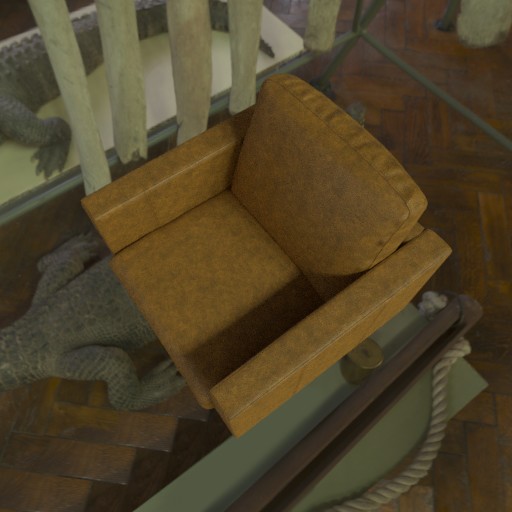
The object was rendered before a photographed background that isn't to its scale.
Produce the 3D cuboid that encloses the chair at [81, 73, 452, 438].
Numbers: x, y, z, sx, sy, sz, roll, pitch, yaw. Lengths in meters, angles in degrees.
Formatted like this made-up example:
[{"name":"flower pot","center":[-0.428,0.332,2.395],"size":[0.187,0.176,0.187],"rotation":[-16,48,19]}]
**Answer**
[{"name":"chair","center":[0.000,0.000,1.631],"size":[0.909,0.956,0.890],"rotation":[-33,68,-16]}]
